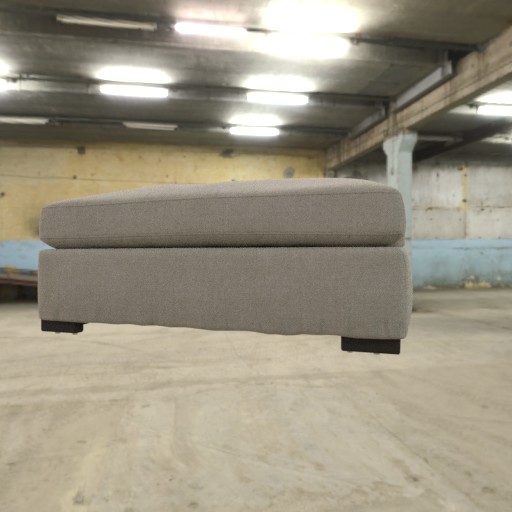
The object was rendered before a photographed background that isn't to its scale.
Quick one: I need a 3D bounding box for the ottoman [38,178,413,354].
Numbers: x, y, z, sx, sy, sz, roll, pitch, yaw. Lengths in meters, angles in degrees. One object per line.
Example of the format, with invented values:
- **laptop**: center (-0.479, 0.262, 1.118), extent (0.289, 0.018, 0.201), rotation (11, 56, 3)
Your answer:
- **ottoman**: center (0.000, 0.000, 1.824), extent (1.203, 0.517, 1.171), rotation (0, 0, 18)
